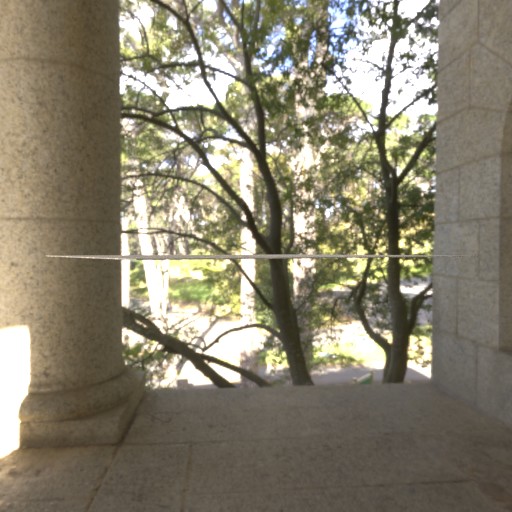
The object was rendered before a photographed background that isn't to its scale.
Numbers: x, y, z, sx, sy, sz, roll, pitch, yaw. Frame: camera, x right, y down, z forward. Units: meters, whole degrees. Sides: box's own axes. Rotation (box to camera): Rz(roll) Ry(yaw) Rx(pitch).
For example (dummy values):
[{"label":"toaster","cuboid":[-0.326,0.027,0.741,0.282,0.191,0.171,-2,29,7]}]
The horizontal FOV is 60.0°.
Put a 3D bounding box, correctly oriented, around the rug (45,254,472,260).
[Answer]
[{"label":"rug","cuboid":[0.000,0.000,3.757,2.892,0.006,2.283,0,1,-35]}]
